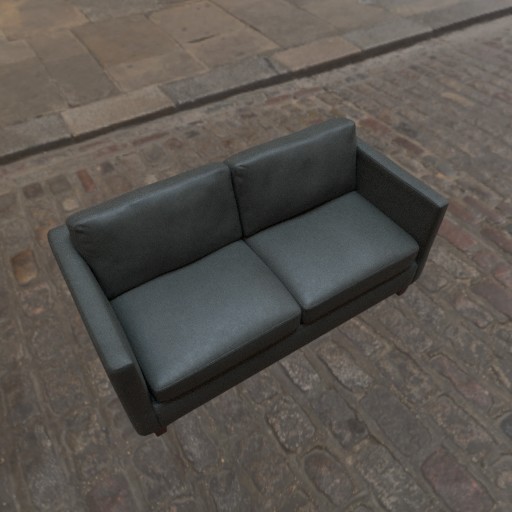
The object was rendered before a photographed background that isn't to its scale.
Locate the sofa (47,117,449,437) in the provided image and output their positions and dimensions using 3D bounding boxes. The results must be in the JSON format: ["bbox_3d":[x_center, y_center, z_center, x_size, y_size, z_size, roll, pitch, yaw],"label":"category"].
[{"bbox_3d":[0.000,0.000,2.457,1.883,0.933,0.951,-25,52,-21],"label":"sofa"}]
